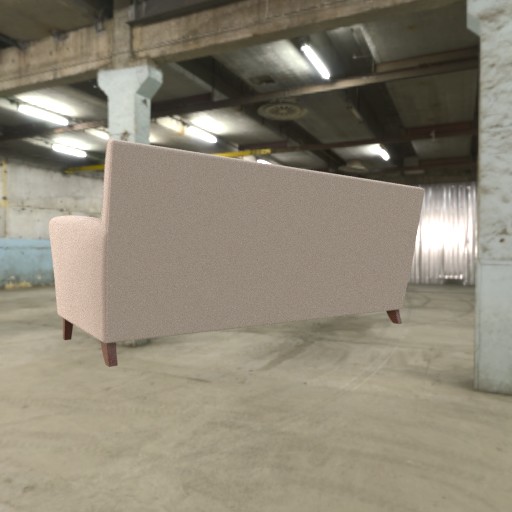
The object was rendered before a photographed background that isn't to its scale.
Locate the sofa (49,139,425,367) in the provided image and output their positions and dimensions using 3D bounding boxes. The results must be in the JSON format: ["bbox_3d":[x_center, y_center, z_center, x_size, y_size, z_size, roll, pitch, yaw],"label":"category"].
[{"bbox_3d":[0.000,0.000,2.471,2.000,0.846,0.875,0,0,-36],"label":"sofa"}]
